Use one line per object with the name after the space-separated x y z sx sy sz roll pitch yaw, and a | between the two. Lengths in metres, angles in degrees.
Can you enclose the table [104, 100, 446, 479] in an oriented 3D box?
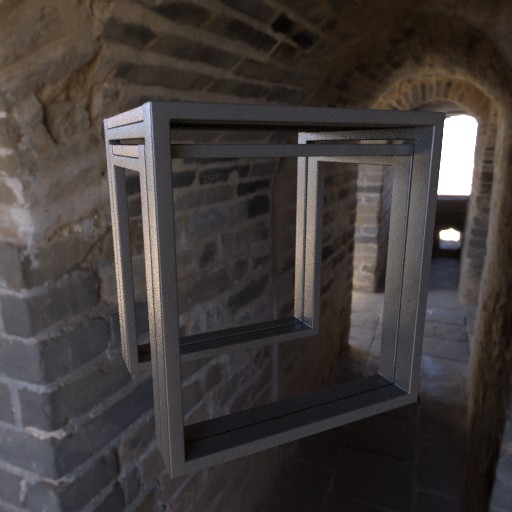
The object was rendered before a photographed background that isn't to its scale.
0.000 0.000 0.908 0.500 0.550 0.449 -7 16 -24 | table
